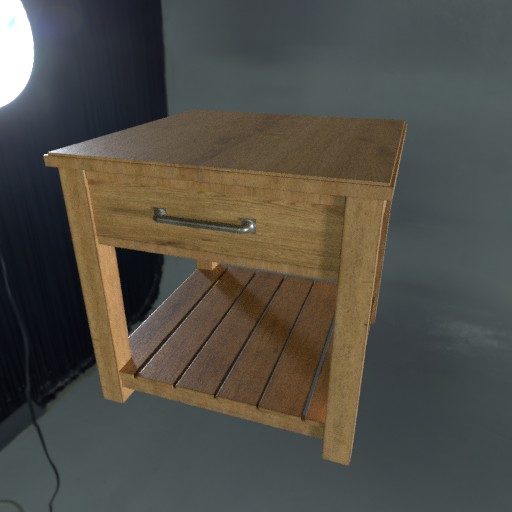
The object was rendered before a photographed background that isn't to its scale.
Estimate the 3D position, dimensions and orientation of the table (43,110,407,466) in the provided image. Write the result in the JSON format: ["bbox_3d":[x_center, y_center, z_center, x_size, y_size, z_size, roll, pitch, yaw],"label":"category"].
[{"bbox_3d":[0.000,0.000,1.098,0.616,0.593,0.612,8,27,17],"label":"table"}]
